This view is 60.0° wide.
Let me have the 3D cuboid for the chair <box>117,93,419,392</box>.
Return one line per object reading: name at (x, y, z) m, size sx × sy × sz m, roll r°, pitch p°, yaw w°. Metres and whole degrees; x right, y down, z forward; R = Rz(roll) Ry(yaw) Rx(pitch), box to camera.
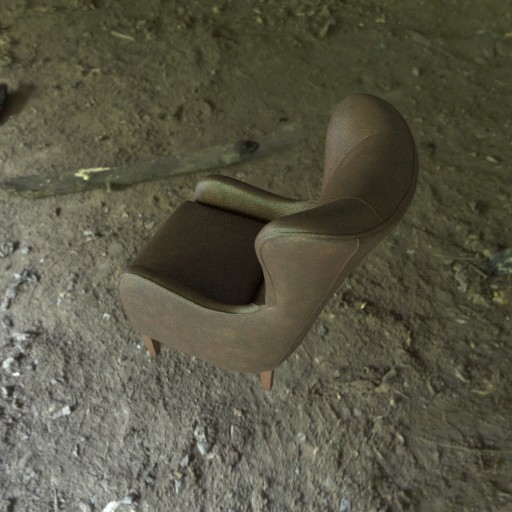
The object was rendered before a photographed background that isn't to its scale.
chair at (0.000, 0.000, 1.616) m, size 0.914 × 1.048 × 0.692 m, roll 18°, pitch 50°, yaw 16°
